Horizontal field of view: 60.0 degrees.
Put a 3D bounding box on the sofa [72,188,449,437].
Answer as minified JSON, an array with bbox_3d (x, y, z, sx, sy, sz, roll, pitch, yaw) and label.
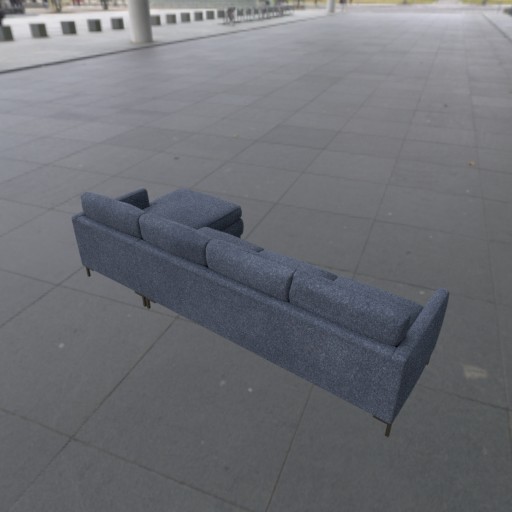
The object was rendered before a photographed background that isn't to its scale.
[{"bbox_3d":[0.000,0.000,3.537,2.932,0.810,1.350,21,36,31],"label":"sofa"}]
